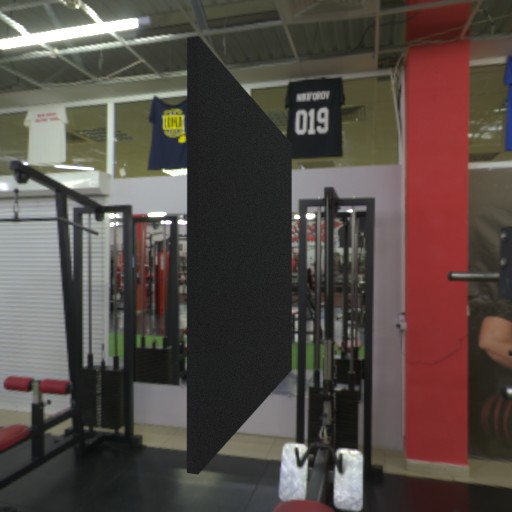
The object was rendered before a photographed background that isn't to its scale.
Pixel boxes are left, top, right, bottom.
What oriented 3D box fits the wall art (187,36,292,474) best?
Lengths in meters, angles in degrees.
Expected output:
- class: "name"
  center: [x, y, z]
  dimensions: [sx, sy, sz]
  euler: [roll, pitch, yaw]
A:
- class: "wall art"
  center: [0.000, 0.000, 0.682]
  dimensions: [0.013, 0.458, 0.456]
  euler: [0, 0, 17]
